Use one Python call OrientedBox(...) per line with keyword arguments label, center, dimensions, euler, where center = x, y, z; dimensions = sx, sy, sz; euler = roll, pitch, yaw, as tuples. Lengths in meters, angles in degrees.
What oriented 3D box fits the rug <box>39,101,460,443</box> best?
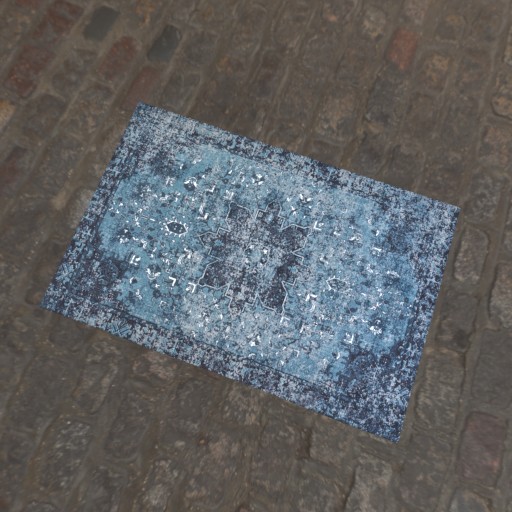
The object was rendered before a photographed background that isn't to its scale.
OrientedBox(label="rug", center=(0.000, 0.000, 2.245), dimensions=(1.828, 0.005, 1.219), euler=(20, 77, 5))
